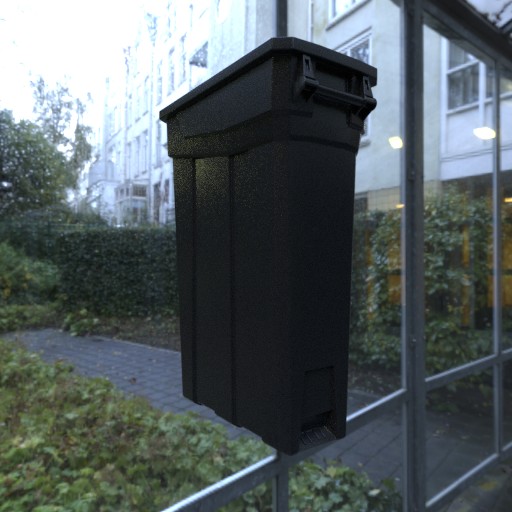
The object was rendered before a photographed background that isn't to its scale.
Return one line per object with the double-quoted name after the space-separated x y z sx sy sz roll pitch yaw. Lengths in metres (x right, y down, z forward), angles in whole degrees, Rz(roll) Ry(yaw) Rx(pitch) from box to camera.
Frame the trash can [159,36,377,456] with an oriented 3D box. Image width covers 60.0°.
0.000 0.000 1.050 0.281 0.762 0.559 0 0 -36 "trash can"
